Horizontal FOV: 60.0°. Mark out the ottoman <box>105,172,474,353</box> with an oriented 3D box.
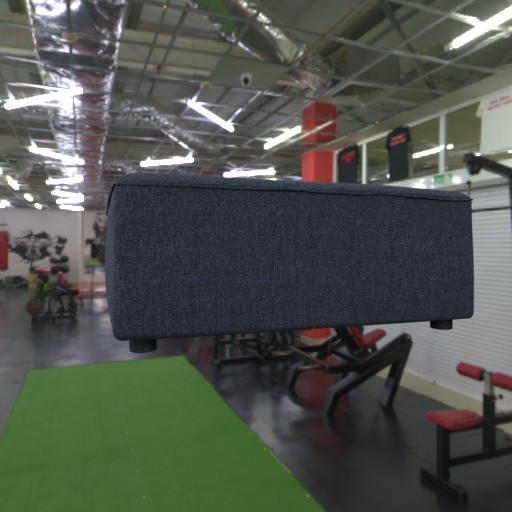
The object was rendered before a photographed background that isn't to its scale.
[{"bbox_3d":[0.000,0.000,1.580,1.017,0.423,1.023,0,1,-19],"label":"ottoman"}]
